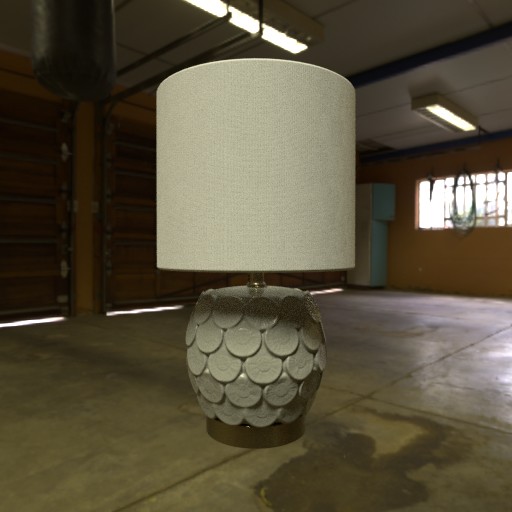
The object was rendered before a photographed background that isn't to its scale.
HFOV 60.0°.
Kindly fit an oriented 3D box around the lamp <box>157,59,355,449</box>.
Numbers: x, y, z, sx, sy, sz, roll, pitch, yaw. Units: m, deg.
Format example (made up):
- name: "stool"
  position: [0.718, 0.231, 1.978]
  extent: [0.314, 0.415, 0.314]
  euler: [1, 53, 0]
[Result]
- name: "lamp"
  position: [0.000, 0.000, 0.583]
  extent: [0.254, 0.452, 0.254]
  euler: [0, 1, 0]
